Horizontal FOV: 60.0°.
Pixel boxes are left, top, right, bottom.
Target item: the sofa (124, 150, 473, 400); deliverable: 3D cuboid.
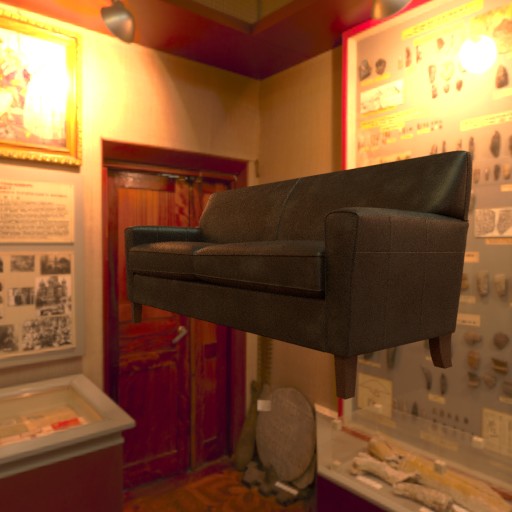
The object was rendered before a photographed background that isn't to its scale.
[{"bbox_3d":[0.000,0.000,2.482,0.805,0.947,2.053,-1,2,-38],"label":"sofa"}]
